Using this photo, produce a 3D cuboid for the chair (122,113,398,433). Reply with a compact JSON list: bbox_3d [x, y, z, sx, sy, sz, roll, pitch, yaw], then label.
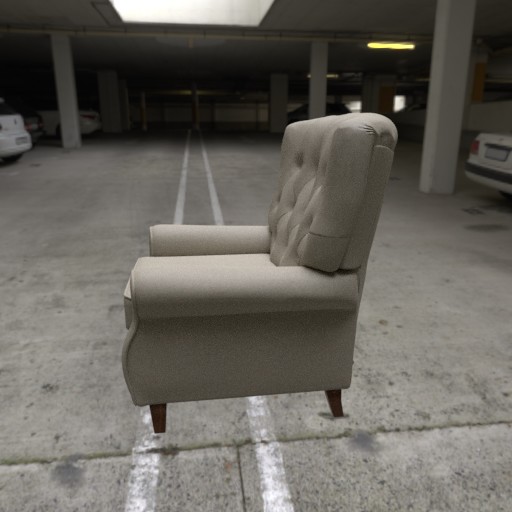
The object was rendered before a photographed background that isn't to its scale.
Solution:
[{"bbox_3d":[0.000,0.000,1.882,1.059,1.158,0.943,-2,16,-8],"label":"chair"}]
